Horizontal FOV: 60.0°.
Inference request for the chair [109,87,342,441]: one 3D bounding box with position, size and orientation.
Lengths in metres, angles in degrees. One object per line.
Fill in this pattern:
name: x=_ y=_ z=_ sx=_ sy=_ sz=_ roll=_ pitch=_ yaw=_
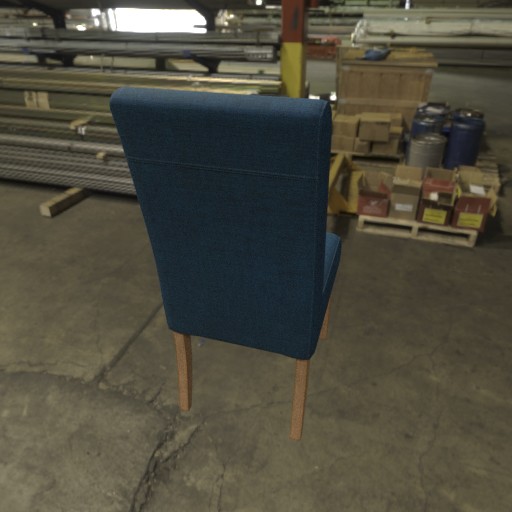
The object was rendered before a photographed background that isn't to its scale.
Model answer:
chair: x=0.000 y=0.000 z=1.321 sx=0.450 sy=1.029 sz=0.610 roll=9 pitch=33 yaw=15
